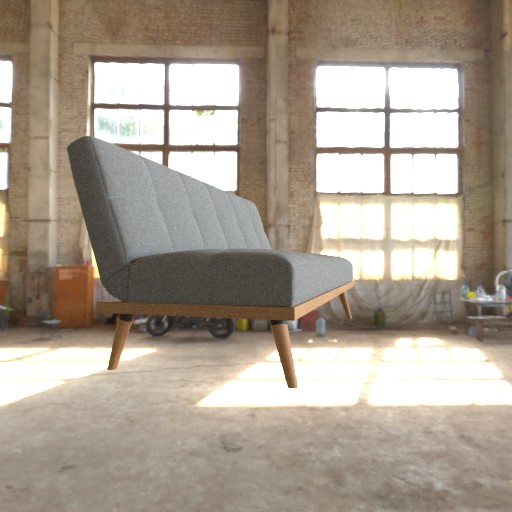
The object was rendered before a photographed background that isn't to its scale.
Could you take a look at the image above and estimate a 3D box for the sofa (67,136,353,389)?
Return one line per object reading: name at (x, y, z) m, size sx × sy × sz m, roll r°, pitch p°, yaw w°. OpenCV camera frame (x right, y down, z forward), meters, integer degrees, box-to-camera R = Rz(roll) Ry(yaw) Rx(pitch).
sofa at (0.000, 0.000, 2.221) m, size 0.800 × 0.800 × 1.820 m, roll 0°, pitch -1°, yaw 18°
